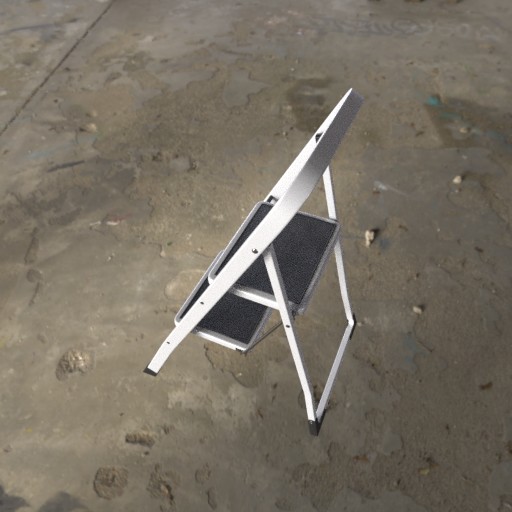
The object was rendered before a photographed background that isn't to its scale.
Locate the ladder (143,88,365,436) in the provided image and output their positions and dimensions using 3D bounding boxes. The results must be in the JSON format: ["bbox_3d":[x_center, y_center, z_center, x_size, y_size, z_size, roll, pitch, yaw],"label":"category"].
[{"bbox_3d":[0.000,0.000,1.112,0.544,0.810,0.460,18,49,16],"label":"ladder"}]
